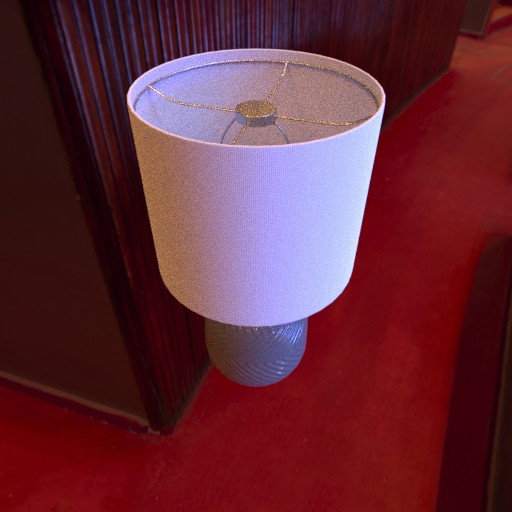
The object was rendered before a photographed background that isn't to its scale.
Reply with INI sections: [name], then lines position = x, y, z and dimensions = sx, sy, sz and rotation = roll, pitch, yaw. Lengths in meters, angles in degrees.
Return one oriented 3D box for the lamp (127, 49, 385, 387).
[lamp]
position = 0.000, 0.000, 0.482
dimensions = 0.207, 0.366, 0.207
rotation = 12, 43, 13
